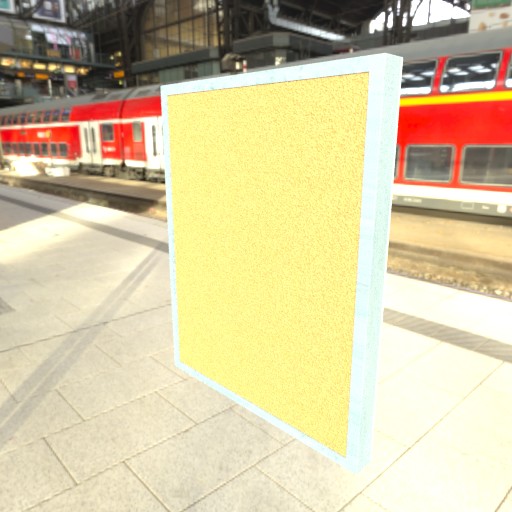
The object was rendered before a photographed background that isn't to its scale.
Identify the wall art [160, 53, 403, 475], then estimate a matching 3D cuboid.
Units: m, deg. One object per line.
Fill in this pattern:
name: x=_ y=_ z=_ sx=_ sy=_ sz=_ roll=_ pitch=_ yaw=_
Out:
wall art: x=0.000 y=0.000 z=0.666 sx=0.037 sy=0.509 sz=0.409 roll=-14 pitch=20 yaw=-43
